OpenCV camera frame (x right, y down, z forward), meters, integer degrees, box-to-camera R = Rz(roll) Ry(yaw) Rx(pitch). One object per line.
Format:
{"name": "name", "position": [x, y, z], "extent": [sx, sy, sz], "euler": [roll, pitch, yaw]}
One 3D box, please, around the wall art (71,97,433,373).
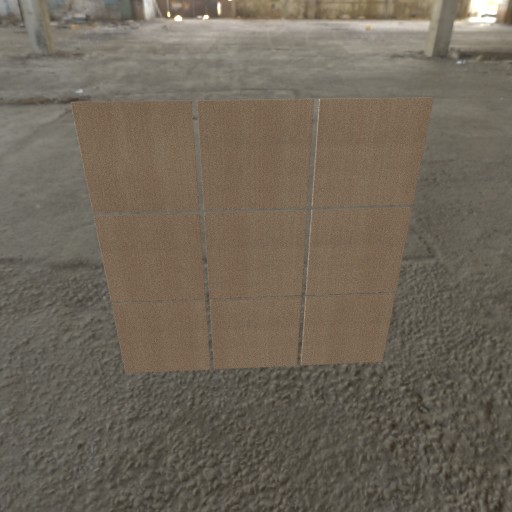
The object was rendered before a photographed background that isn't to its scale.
{"name": "wall art", "position": [0.000, 0.000, 1.799], "extent": [1.219, 1.218, 0.013], "euler": [-2, 30, -3]}
